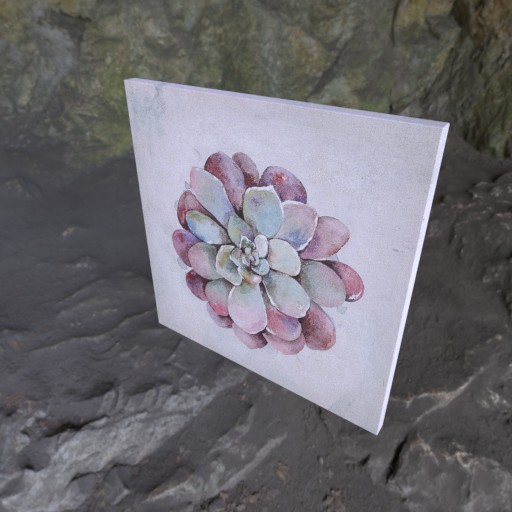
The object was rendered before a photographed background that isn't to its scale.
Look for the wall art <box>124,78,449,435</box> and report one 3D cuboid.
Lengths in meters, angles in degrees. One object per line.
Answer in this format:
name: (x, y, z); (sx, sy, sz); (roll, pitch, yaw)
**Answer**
wall art: (0.000, 0.000, 1.107); (0.762, 0.762, 0.041); (20, 36, 29)
